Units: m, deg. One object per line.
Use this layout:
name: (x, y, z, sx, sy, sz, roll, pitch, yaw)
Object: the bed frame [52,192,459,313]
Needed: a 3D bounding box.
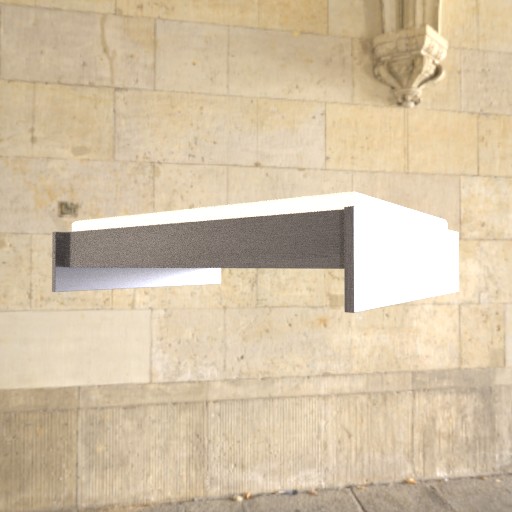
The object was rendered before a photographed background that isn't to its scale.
bed frame: (0.000, 0.000, 2.676, 1.950, 0.432, 1.490, -1, -1, 37)
